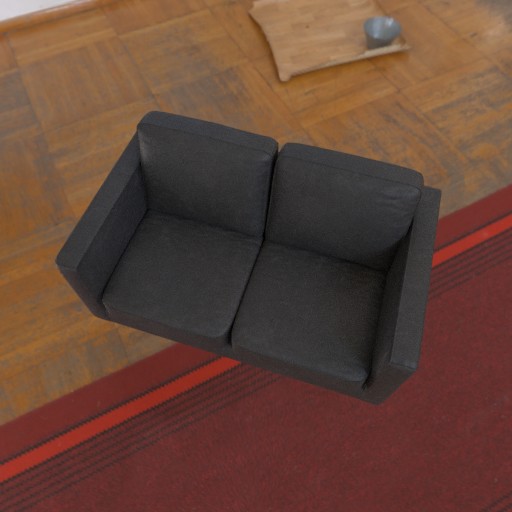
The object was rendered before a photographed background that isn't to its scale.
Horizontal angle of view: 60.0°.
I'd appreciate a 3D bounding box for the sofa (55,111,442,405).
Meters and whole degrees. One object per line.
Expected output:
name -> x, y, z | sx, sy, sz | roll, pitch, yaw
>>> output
sofa -> 0.000, 0.000, 2.031 | 1.430, 0.899, 0.879 | 15, 60, 9
